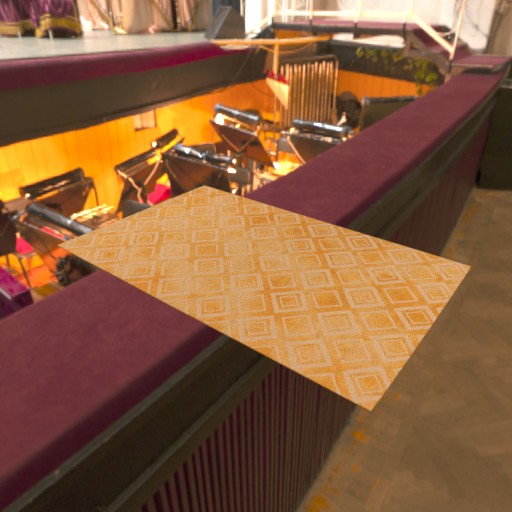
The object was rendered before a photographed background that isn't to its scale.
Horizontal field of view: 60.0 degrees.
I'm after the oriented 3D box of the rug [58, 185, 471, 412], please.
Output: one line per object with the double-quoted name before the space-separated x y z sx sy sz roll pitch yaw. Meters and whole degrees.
"rug" 0.000 0.000 3.046 2.424 0.010 1.511 21 36 32
